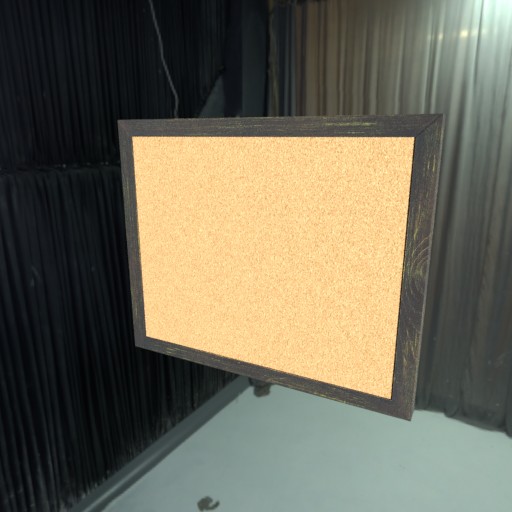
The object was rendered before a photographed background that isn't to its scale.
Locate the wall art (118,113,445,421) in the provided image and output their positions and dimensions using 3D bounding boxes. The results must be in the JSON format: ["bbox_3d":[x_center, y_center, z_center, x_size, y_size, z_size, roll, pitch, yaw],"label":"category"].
[{"bbox_3d":[0.000,0.000,0.767,0.558,0.457,0.032,8,17,26],"label":"wall art"}]
